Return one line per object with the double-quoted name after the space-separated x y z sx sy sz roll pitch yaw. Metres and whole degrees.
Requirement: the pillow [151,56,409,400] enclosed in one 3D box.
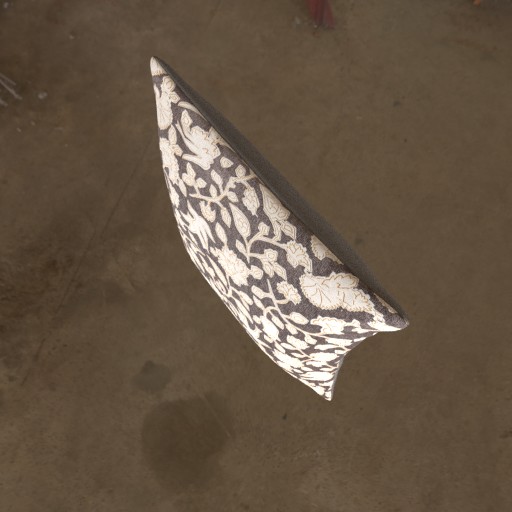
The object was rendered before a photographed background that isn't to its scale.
0.000 0.000 0.793 0.166 0.507 0.526 -35 69 -16 "pillow"
